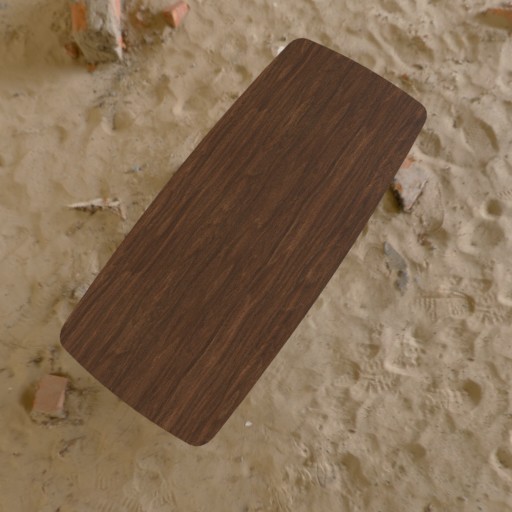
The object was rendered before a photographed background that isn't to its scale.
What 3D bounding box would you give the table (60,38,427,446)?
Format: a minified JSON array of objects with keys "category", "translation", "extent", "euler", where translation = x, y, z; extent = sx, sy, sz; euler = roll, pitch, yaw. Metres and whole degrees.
[{"category":"table","translation":[0.000,0.000,1.116],"extent":[0.361,0.576,0.804],"euler":[34,78,9]}]
